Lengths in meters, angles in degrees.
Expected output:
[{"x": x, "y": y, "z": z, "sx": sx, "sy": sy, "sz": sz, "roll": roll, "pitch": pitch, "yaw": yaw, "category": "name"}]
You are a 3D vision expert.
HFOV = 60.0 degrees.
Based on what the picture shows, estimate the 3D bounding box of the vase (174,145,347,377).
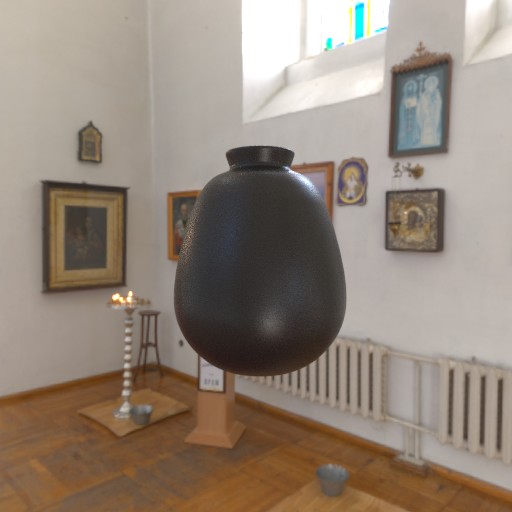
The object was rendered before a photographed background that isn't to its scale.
[{"x": 0.000, "y": 0.000, "z": 0.354, "sx": 0.097, "sy": 0.122, "sz": 0.297, "roll": 0, "pitch": 1, "yaw": -1, "category": "vase"}]
